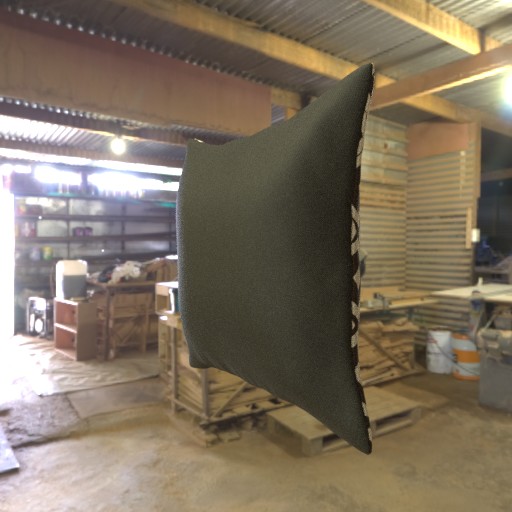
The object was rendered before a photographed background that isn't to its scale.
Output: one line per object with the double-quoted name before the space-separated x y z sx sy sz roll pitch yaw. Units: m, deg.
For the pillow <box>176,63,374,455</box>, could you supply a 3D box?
"pillow" 0.000 0.000 0.760 0.188 0.494 0.504 -1 2 -35
